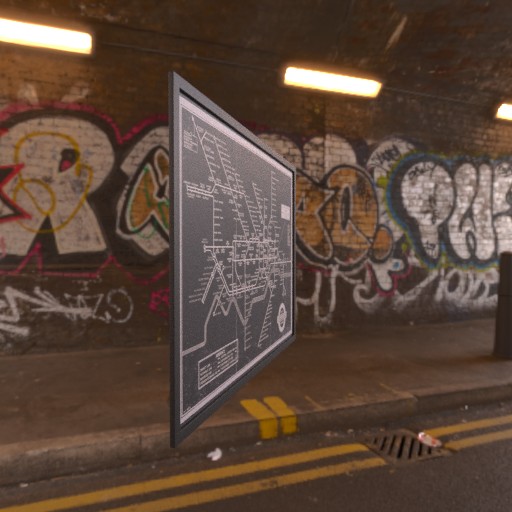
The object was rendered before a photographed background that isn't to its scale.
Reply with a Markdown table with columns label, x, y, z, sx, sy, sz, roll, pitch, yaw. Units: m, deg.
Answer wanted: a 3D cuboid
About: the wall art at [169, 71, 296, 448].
| label | x | y | z | sx | sy | sz | roll | pitch | yaw |
| --- | --- | --- | --- | --- | --- | --- | --- | --- | --- |
| wall art | 0.000 | 0.000 | 1.519 | 0.013 | 0.811 | 1.192 | 0 | 1 | 18 |
